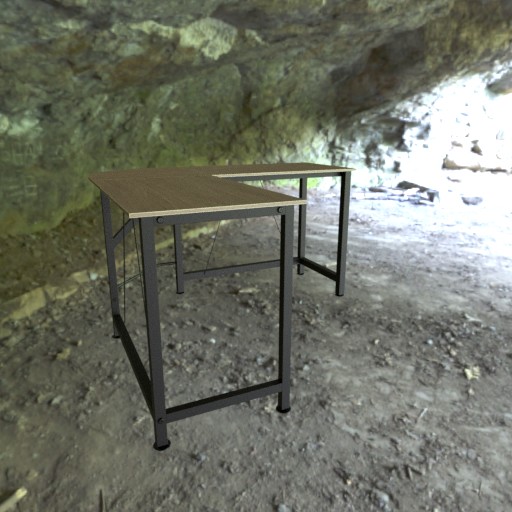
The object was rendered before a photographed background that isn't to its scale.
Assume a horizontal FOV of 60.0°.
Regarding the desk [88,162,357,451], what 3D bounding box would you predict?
[{"bbox_3d":[0.000,0.000,2.154,1.400,0.762,1.400,-7,18,-24],"label":"desk"}]
